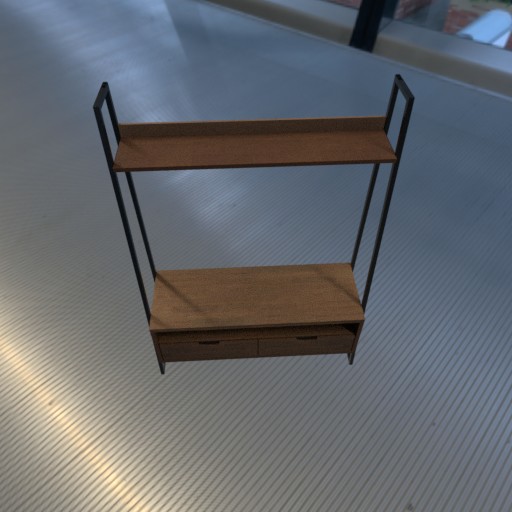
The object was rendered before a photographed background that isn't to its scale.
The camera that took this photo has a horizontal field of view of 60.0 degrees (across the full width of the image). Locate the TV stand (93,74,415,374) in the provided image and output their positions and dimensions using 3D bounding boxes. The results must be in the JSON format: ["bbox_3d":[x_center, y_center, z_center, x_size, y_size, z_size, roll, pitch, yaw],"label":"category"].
[{"bbox_3d":[0.000,0.000,2.369,1.250,1.772,0.432,-2,48,-2],"label":"TV stand"}]
